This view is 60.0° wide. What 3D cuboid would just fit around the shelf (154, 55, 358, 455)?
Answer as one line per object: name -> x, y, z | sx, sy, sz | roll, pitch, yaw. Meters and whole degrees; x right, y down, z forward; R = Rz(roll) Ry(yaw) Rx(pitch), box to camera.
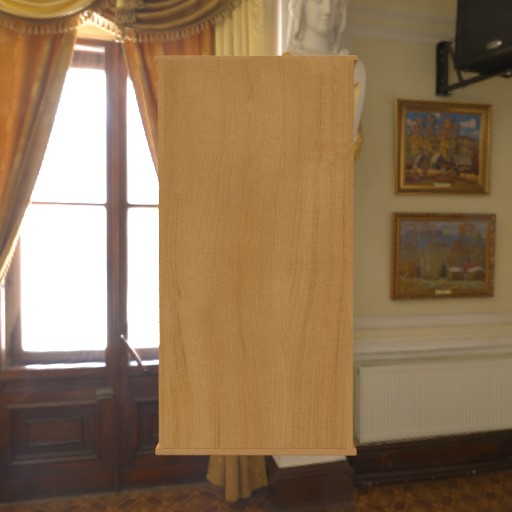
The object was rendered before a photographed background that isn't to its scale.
shelf -> 0.000, 0.000, 1.225 | 0.520, 1.030, 0.175 | 0, 1, 0
